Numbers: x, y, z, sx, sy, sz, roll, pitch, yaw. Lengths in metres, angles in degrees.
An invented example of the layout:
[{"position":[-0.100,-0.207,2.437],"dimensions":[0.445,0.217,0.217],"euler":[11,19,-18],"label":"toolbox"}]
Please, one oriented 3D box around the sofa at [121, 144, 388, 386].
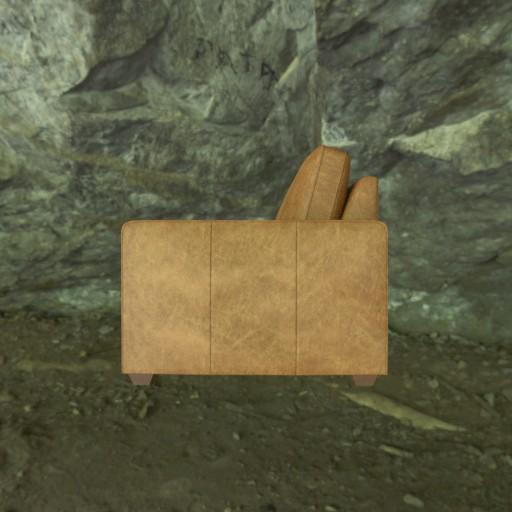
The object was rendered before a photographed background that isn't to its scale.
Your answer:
[{"position":[0.000,0.000,2.649],"dimensions":[0.991,0.928,2.156],"euler":[0,1,1],"label":"sofa"}]
